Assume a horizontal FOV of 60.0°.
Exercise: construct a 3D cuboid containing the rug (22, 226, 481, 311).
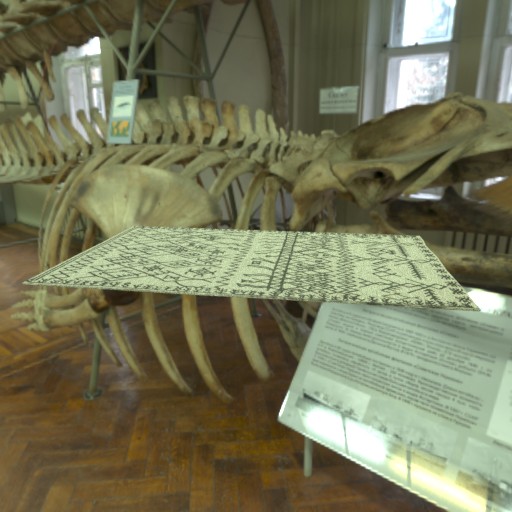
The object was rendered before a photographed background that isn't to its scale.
[{"bbox_3d":[0.000,0.000,4.767,3.824,0.019,2.393,3,16,9],"label":"rug"}]
